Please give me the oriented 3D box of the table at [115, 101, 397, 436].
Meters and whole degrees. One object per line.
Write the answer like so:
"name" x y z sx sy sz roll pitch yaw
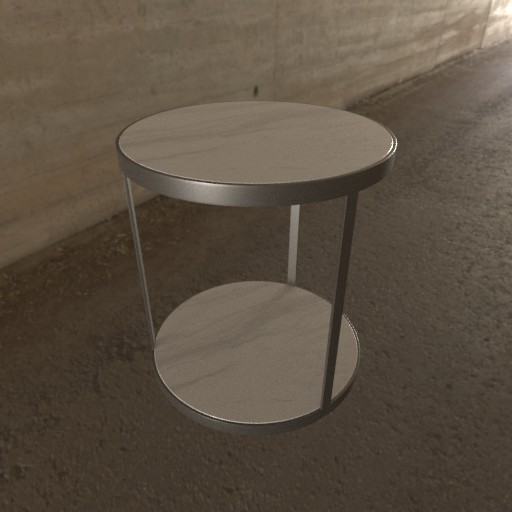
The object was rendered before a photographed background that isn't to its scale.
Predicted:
"table" 0.000 0.000 0.851 0.445 0.479 0.445 0 32 0
